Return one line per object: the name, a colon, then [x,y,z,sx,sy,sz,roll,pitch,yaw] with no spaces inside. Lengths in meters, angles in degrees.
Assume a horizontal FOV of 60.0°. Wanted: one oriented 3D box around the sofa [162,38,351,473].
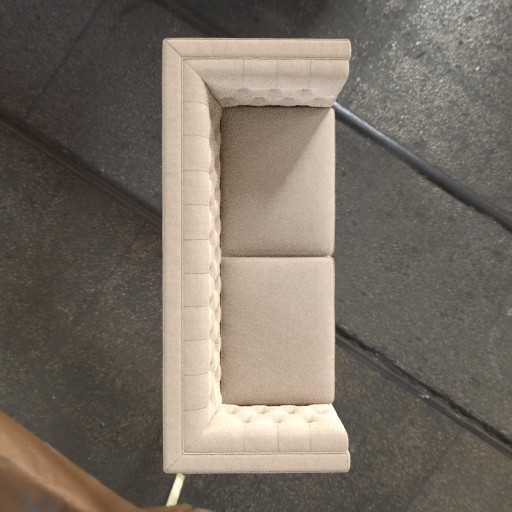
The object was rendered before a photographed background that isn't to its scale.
sofa: [0.000,0.000,2.184,0.775,0.762,1.778,0,91,-1]
